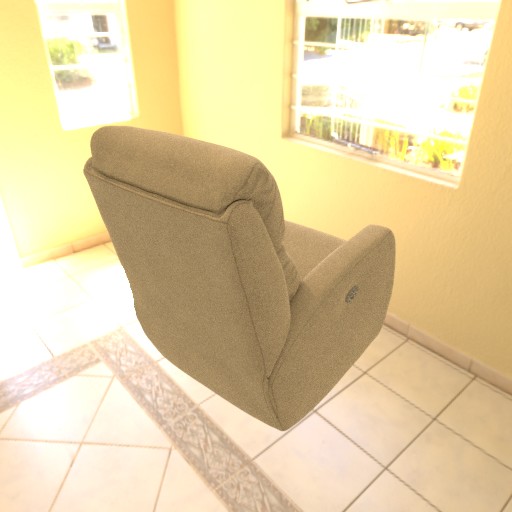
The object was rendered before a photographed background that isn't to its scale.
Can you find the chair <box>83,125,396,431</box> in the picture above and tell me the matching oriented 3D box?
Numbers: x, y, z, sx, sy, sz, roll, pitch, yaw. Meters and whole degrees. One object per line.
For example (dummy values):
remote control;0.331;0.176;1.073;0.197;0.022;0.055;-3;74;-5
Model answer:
chair;0.000;0.000;1.656;0.794;1.021;0.940;22;36;33
